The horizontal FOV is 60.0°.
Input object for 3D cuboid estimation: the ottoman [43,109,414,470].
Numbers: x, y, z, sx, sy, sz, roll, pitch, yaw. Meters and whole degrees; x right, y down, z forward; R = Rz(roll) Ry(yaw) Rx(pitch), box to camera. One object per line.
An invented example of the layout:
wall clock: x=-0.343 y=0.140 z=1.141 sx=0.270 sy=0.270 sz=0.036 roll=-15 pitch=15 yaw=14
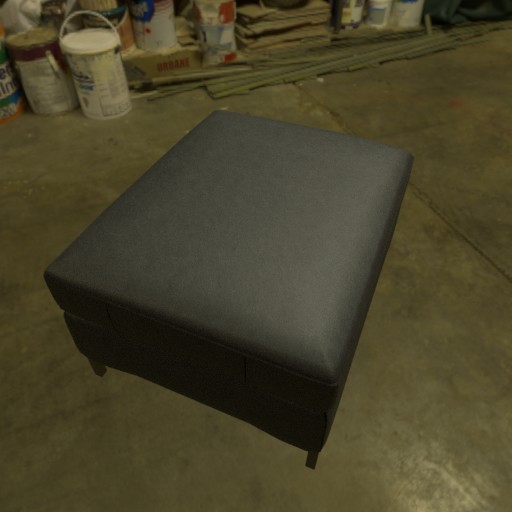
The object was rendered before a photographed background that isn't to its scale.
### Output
ottoman: x=0.000 y=0.000 z=1.796 sx=0.967 sy=0.696 sz=1.187 roll=17 pitch=47 yaw=16
